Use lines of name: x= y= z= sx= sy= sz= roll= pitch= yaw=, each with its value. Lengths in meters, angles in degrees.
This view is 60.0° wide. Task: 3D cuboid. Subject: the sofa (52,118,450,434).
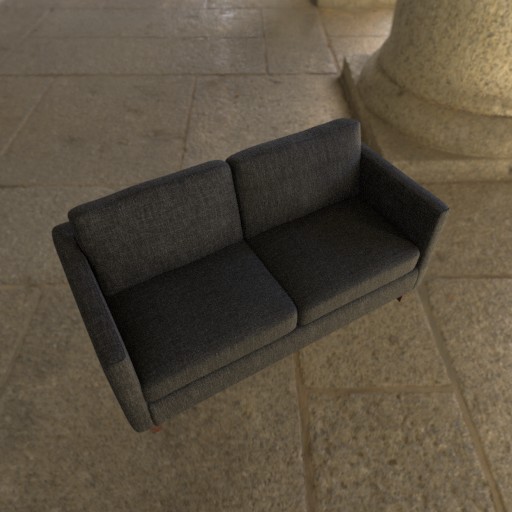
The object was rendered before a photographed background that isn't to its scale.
sofa: x=0.000 y=0.000 z=2.465 sx=1.884 sy=0.963 sz=0.950 roll=-23 pitch=51 yaw=-20
